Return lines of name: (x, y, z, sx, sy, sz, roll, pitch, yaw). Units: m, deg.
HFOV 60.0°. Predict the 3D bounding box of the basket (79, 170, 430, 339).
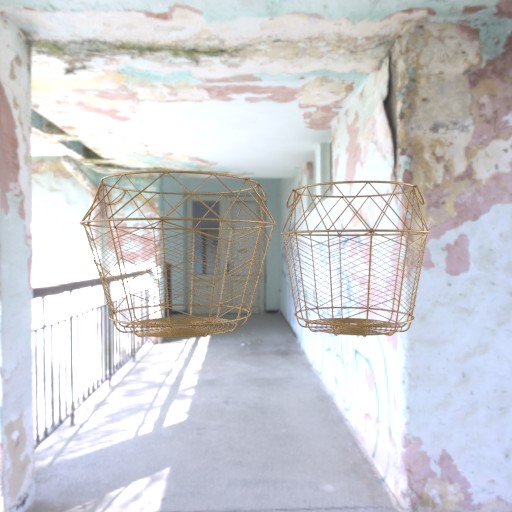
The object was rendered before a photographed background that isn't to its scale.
basket: (0.000, 0.000, 1.056, 0.805, 0.343, 0.451, 0, 1, 0)
